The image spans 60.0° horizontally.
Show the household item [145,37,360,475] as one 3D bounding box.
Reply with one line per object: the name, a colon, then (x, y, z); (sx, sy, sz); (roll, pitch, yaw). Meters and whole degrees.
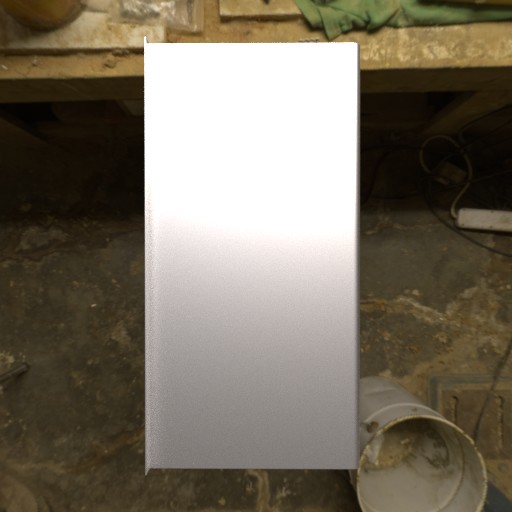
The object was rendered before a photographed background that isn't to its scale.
household item: (0.000, 0.000, 1.654); (0.610, 0.851, 1.219); (0, 90, 1)
